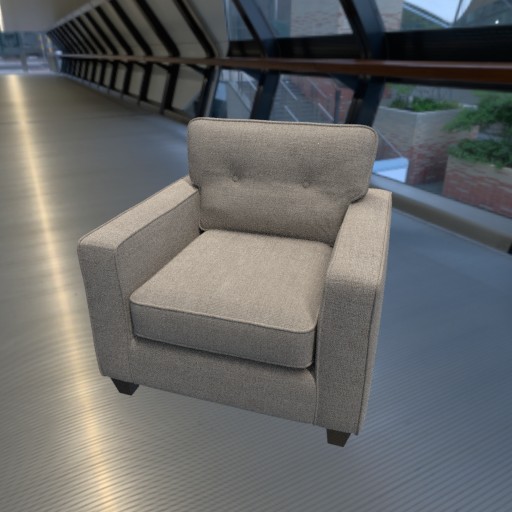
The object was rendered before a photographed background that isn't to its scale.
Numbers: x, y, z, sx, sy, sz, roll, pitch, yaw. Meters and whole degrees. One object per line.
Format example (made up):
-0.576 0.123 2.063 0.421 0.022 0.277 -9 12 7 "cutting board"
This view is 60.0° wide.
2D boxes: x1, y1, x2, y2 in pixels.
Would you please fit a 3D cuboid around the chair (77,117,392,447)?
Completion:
0.000 0.000 1.787 1.015 0.965 0.939 8 27 16 "chair"
